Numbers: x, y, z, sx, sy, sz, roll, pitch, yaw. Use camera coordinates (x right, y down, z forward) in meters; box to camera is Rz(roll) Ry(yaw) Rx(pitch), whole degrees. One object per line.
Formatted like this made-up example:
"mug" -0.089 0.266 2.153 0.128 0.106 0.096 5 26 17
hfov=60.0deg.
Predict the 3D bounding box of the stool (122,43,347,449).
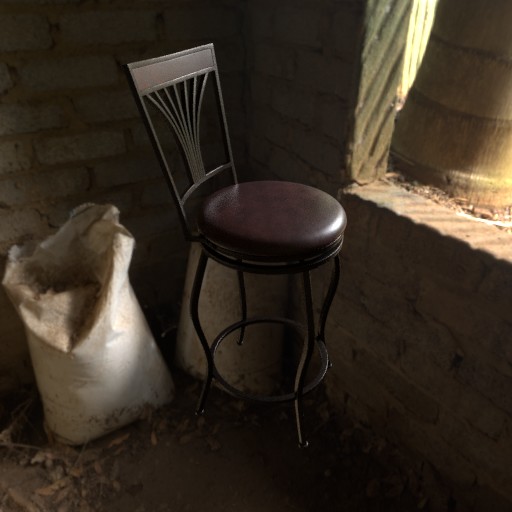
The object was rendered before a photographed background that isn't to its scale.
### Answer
"stool" 0.000 0.000 1.348 0.514 1.117 0.433 11 33 17
